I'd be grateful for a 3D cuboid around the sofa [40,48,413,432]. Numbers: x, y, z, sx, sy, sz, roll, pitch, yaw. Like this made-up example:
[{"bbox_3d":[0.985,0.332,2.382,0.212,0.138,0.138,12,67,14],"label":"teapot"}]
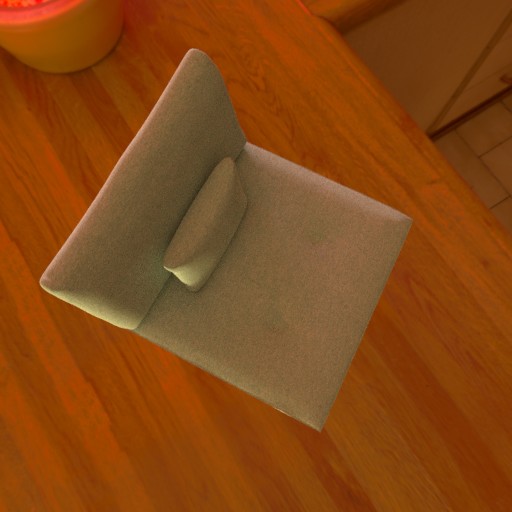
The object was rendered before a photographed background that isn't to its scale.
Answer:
[{"bbox_3d":[0.000,0.000,1.679,1.000,0.820,0.930,26,76,7],"label":"sofa"}]
